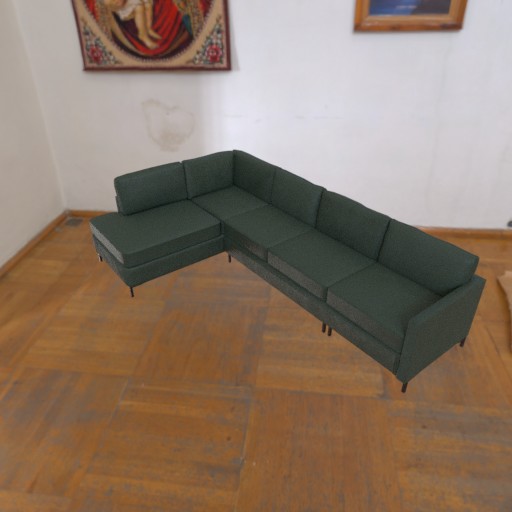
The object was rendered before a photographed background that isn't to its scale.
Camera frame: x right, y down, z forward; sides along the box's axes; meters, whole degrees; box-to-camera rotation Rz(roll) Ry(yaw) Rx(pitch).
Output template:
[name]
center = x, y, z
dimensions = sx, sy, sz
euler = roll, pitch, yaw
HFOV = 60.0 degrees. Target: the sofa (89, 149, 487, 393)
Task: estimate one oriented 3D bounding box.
[sofa]
center = 0.000, 0.000, 4.261
dimensions = 2.048, 0.996, 3.384
euler = -22, 39, -31
